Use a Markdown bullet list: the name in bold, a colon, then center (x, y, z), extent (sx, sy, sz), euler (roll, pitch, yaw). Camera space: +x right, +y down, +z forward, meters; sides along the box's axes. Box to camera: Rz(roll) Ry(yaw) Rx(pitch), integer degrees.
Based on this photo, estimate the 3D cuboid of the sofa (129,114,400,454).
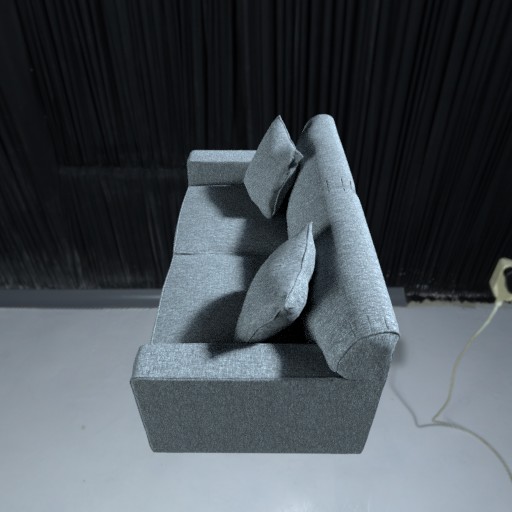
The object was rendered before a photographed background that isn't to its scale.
- **sofa**: center (0.000, 0.000, 2.426), extent (0.998, 0.958, 1.846), euler (0, 40, 0)
